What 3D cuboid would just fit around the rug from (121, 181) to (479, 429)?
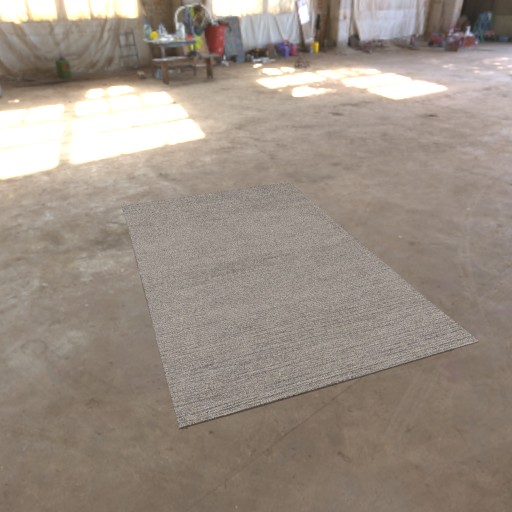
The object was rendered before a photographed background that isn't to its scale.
[{"bbox_3d":[0.000,0.000,2.250,1.162,0.022,1.804,-10,32,-17],"label":"rug"}]
